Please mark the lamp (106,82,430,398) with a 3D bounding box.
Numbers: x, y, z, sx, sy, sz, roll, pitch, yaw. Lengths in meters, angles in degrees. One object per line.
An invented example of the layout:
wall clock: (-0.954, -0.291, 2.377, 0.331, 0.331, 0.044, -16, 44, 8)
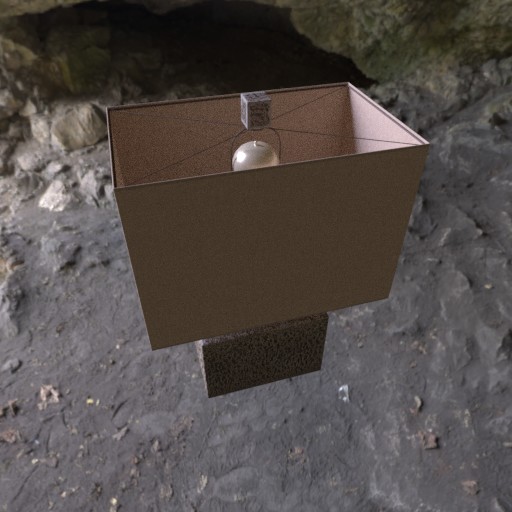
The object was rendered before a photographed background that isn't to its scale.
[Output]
lamp: (0.000, 0.000, 0.570, 0.294, 0.411, 0.180, -11, 41, -12)
